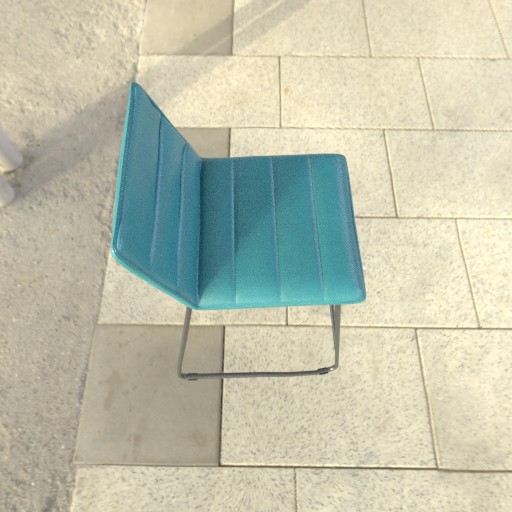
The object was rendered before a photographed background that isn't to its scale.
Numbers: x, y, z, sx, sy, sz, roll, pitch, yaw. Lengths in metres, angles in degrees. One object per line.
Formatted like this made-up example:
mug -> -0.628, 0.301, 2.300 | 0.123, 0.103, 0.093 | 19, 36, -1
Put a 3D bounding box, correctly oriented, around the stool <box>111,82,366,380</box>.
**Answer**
stool -> 0.000, 0.000, 1.184 | 0.524, 0.866, 0.489 | -2, 65, -1
